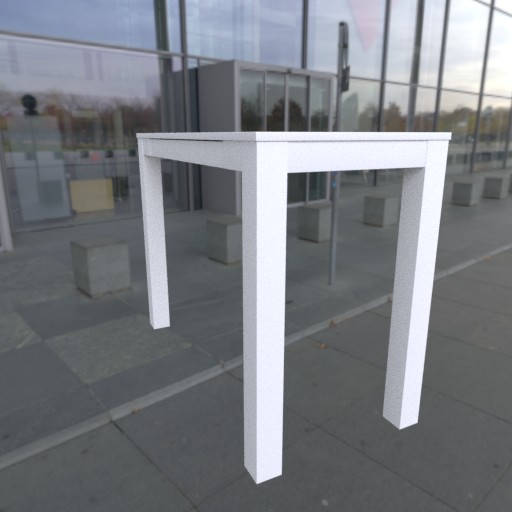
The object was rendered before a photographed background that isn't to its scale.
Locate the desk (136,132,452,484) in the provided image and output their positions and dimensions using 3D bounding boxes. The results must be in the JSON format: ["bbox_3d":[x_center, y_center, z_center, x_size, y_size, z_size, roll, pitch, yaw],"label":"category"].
[{"bbox_3d":[0.000,0.000,1.426,0.497,0.762,0.990,-8,17,-26],"label":"desk"}]
